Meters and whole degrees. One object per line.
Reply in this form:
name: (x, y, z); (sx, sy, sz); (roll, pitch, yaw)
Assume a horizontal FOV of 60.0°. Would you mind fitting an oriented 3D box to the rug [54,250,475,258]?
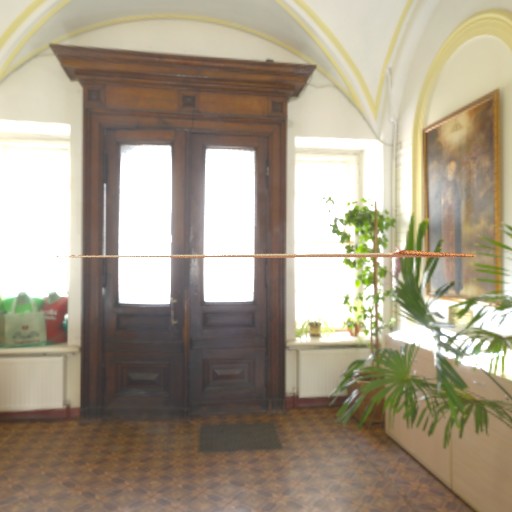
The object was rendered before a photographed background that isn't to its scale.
rug: (0.000, 0.000, 2.520); (2.092, 0.017, 1.232); (0, -1, 36)
